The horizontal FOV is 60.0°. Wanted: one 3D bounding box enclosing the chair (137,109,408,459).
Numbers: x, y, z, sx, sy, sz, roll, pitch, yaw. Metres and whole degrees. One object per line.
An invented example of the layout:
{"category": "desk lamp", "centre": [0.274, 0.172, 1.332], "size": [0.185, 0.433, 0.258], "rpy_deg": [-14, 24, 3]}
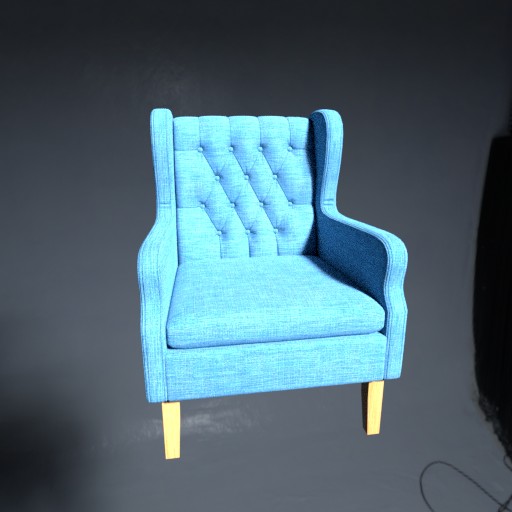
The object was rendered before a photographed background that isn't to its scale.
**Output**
{"category": "chair", "centre": [0.000, 0.000, 1.495], "size": [0.711, 0.952, 0.775], "rpy_deg": [-3, 17, -9]}
